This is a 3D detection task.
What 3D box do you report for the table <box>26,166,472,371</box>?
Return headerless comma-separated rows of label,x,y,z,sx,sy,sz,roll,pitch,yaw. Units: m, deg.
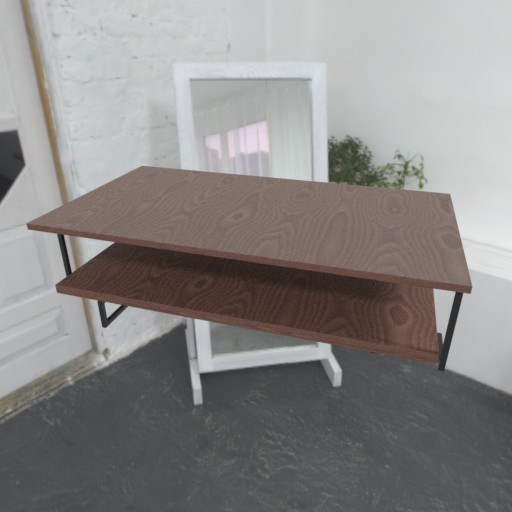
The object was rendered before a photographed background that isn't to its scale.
table,0.000,0.000,1.484,1.197,0.347,0.651,8,28,15
